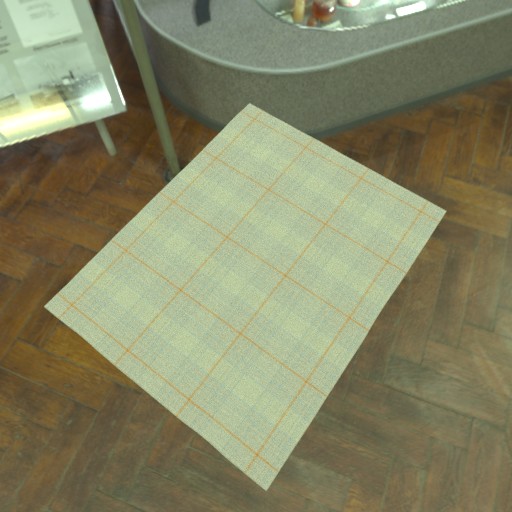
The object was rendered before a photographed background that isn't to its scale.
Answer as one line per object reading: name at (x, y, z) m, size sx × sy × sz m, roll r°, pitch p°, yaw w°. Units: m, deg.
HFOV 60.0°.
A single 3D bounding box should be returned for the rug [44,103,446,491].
rug at (0.000, 0.000, 4.162) m, size 2.448 × 0.021 × 3.051 m, roll 33°, pitch 68°, yaw 16°
